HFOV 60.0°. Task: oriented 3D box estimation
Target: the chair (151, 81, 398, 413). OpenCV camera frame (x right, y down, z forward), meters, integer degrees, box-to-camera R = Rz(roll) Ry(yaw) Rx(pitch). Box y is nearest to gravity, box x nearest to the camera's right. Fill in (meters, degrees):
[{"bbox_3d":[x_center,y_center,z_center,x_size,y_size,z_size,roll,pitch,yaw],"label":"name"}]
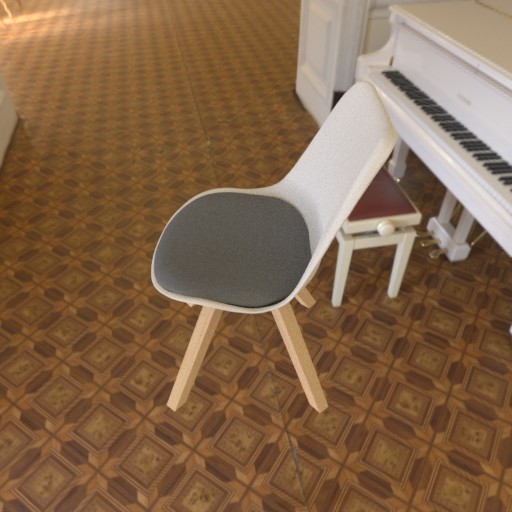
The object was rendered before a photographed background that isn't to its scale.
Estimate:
[{"bbox_3d":[0.000,0.000,1.194,0.550,0.850,0.485,0,43,0],"label":"chair"}]
